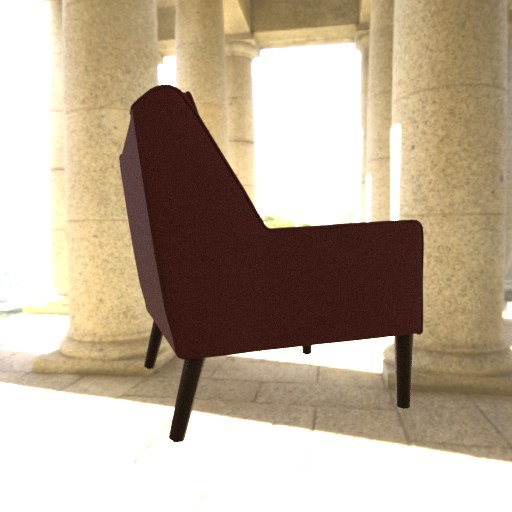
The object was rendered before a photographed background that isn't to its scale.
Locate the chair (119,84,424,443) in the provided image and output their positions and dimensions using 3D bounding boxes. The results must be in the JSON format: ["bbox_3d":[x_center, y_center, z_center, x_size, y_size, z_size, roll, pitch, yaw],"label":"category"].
[{"bbox_3d":[0.000,0.000,1.355,0.770,0.812,0.680,-1,2,-19],"label":"chair"}]
